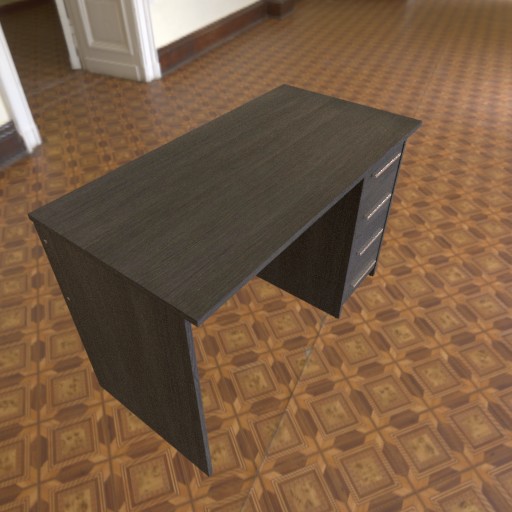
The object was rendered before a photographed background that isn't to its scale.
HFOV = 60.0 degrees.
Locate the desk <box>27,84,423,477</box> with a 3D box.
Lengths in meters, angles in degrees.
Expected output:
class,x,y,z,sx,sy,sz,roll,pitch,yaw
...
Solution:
class,x,y,z,sx,sy,sz,roll,pitch,yaw
desk,0.000,0.000,1.512,0.560,0.730,1.096,27,47,27
